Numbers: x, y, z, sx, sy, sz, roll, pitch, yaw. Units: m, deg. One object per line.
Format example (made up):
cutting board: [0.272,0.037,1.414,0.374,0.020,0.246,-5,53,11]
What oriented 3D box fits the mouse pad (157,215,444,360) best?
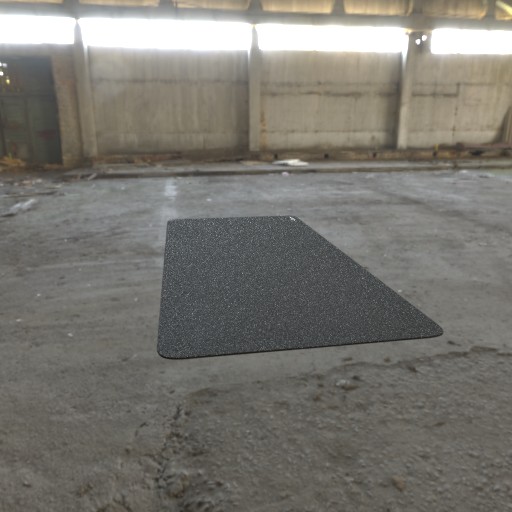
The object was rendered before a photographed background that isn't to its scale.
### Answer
mouse pad: [0.000,0.000,1.041,0.424,0.003,0.907,-3,17,-9]
